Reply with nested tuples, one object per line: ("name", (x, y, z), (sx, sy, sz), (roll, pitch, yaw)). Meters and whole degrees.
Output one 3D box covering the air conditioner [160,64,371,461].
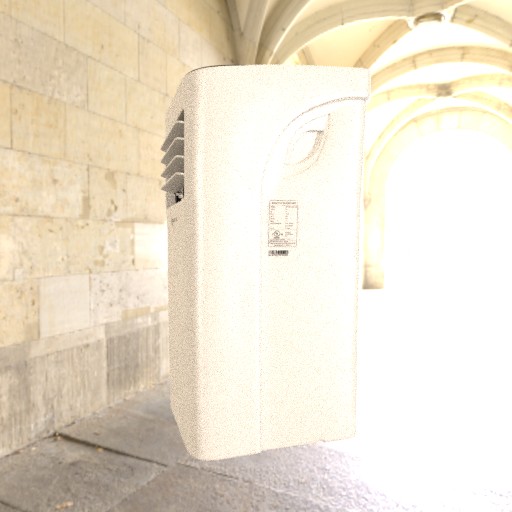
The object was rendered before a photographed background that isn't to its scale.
("air conditioner", (0.000, 0.000, 0.934), (0.369, 0.716, 0.352), (-1, 2, -18))
